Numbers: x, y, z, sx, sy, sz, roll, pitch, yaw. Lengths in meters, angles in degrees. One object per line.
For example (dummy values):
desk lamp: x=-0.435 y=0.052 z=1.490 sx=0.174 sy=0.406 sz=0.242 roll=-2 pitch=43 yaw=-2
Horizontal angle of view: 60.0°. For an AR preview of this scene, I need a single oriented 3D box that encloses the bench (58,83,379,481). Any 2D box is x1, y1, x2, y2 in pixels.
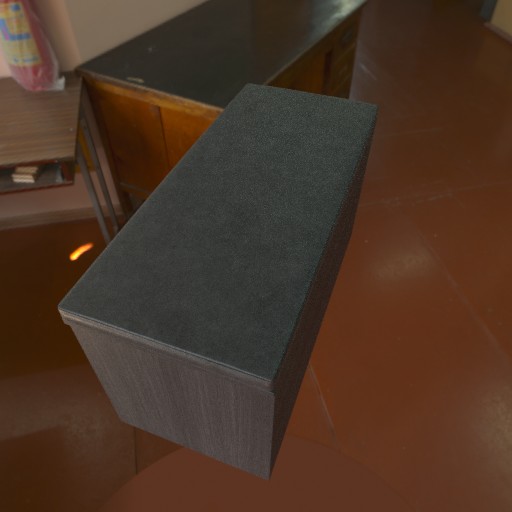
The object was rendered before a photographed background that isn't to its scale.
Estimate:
bench: x=0.000 y=0.000 z=1.182 sx=0.401 sy=0.501 sz=0.905 roll=15 pitch=49 yaw=14
